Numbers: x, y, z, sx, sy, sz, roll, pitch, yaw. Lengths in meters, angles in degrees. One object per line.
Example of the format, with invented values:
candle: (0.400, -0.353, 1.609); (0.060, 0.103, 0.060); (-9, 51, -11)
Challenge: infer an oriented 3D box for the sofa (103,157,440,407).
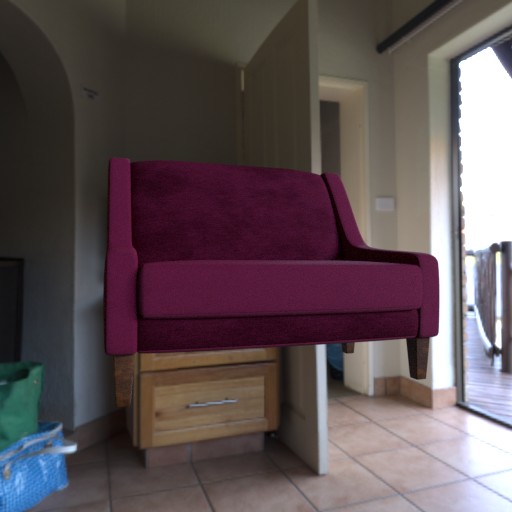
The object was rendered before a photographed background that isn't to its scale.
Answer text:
sofa: (0.000, 0.000, 1.933); (1.242, 0.976, 0.946); (0, -2, -18)
